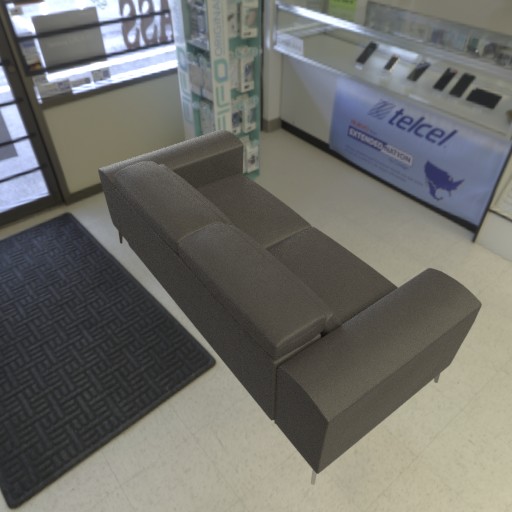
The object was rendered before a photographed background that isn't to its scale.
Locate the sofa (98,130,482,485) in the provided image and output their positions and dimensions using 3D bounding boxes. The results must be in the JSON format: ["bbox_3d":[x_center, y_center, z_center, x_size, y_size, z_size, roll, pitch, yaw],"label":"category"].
[{"bbox_3d":[0.000,0.000,2.755,1.048,0.814,2.330,-26,48,-26],"label":"sofa"}]
